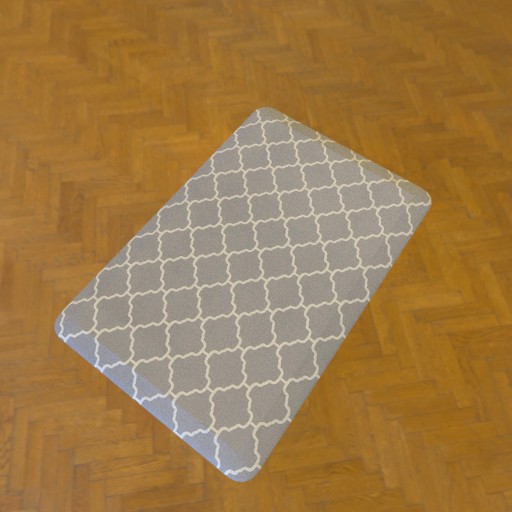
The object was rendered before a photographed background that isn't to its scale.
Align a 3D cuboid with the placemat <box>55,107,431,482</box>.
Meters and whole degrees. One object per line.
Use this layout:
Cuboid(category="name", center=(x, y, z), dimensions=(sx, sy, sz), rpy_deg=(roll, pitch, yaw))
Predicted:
Cuboid(category="placemat", center=(0.000, 0.000, 0.974), dimensions=(0.508, 0.021, 0.762), rpy_deg=(33, 68, 15))
